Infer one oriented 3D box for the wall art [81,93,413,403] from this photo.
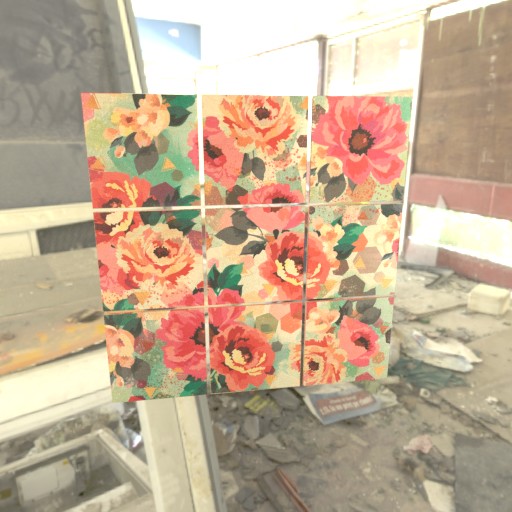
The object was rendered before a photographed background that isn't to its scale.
[{"bbox_3d":[0.000,0.000,1.782,1.216,1.220,0.013,-3,16,-9],"label":"wall art"}]
